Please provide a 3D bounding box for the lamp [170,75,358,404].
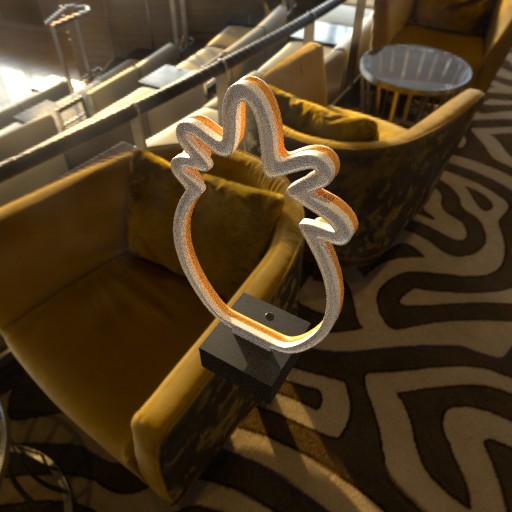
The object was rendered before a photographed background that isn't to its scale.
[{"bbox_3d":[0.000,0.000,0.389,0.167,0.317,0.088,23,50,21],"label":"lamp"}]
